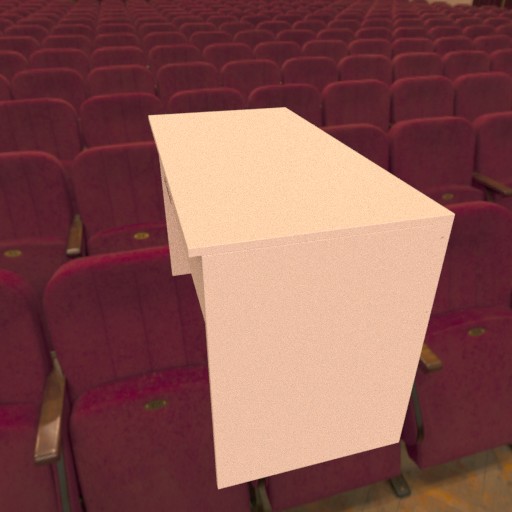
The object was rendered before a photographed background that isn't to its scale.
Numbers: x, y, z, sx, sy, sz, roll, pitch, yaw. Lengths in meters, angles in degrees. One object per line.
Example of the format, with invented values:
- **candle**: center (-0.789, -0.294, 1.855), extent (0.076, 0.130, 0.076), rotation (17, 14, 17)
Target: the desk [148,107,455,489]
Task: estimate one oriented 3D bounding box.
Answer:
- **desk**: center (0.000, 0.000, 1.504), extent (0.560, 0.730, 1.100), rotation (-8, 31, -13)
